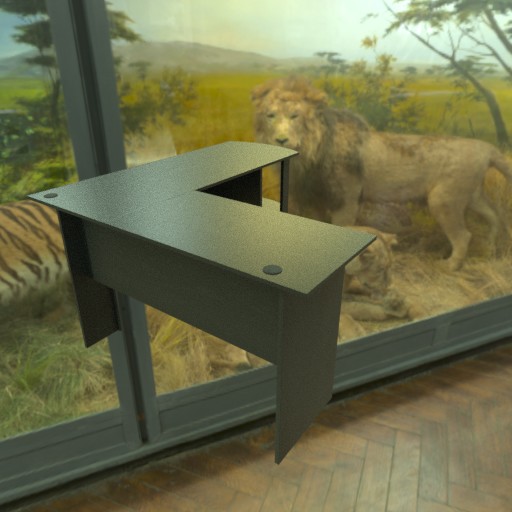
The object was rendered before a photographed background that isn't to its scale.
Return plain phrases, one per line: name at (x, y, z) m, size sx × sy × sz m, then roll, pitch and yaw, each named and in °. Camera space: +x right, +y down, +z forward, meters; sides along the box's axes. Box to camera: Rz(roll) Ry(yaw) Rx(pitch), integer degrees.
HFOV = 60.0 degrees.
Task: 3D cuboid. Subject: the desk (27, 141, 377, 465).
desk at (0.000, 0.000, 2.099) m, size 1.303 × 0.716 × 1.361 m, roll 18°, pitch 31°, yaw 32°
